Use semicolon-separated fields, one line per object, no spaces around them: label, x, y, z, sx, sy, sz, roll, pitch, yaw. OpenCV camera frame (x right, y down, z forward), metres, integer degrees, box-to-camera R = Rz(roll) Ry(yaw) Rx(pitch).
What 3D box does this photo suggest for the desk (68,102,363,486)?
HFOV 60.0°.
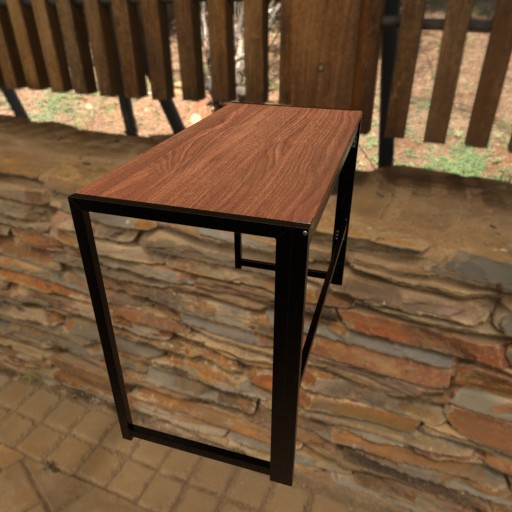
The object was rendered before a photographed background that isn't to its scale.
desk;0.000;0.000;1.462;0.508;0.762;1.016;9;31;15
